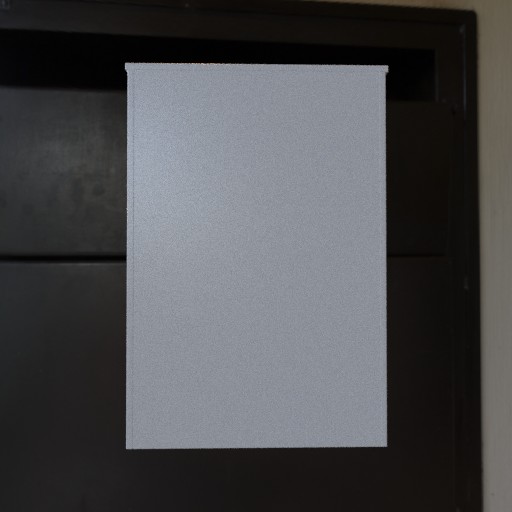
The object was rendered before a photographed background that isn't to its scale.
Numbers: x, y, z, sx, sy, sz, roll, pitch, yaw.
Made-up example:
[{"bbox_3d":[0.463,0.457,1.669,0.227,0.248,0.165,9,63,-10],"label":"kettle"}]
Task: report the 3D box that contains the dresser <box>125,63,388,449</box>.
[{"bbox_3d":[0.000,0.000,1.379,0.704,1.021,0.401,0,-1,-1],"label":"dresser"}]
